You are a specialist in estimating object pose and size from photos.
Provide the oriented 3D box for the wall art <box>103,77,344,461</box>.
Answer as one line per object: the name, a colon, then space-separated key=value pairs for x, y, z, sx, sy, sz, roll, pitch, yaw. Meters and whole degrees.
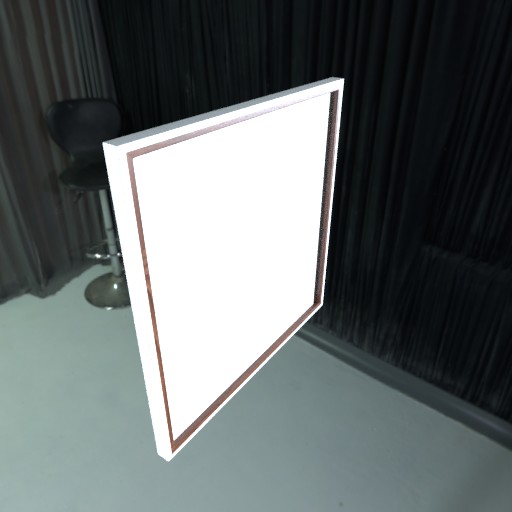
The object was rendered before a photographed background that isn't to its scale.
wall art: x=0.000 y=0.000 z=1.503 sx=0.049 sy=1.009 sz=1.009 roll=20 pitch=36 yaw=30
